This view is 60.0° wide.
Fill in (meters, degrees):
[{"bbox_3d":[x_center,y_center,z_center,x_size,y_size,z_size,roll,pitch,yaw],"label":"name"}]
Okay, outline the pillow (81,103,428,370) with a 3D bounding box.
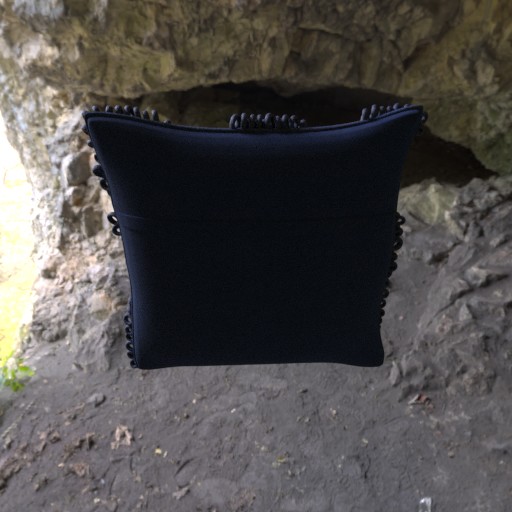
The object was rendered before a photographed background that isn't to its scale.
[{"bbox_3d":[0.000,0.000,0.705,0.469,0.466,0.172,-1,31,-1],"label":"pillow"}]
